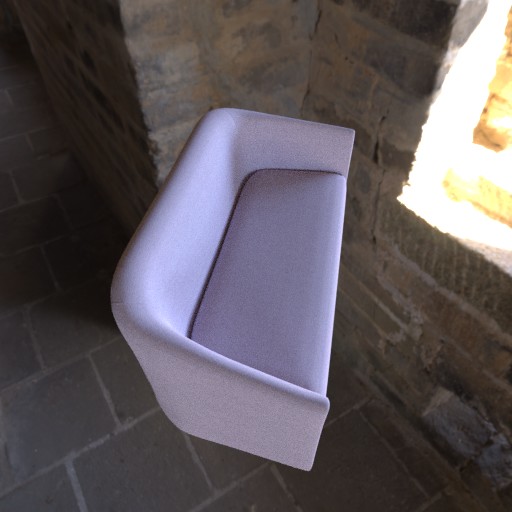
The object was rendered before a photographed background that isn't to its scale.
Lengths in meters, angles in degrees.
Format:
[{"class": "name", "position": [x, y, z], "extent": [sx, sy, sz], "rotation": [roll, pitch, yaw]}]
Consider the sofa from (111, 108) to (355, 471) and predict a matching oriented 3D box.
[{"class": "sofa", "position": [0.000, 0.000, 1.868], "extent": [0.705, 0.721, 1.452], "rotation": [8, 47, 8]}]
